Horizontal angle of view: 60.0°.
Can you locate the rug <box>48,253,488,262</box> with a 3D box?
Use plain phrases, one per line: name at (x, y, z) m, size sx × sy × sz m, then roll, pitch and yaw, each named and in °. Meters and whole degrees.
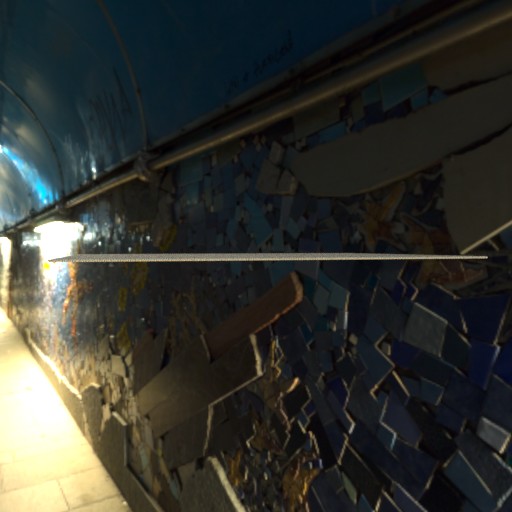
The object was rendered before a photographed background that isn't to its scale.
rug at (0.000, 0.000, 2.316) m, size 1.829 × 0.010 × 1.219 m, roll 0°, pitch 1°, yaw -18°
